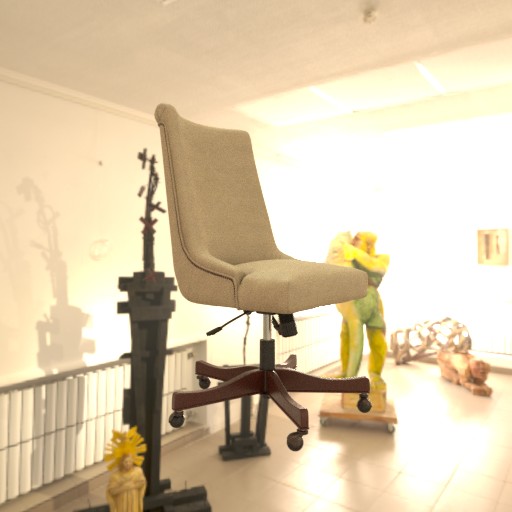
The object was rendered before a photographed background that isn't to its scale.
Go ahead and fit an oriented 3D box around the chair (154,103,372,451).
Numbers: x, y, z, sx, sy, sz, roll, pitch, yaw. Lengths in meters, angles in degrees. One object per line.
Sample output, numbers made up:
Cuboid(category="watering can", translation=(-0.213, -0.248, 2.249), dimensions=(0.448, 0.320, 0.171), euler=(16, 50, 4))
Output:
Cuboid(category="chair", translation=(0.000, 0.000, 1.497), dimensions=(0.696, 1.010, 0.645), euler=(0, 1, 36))
